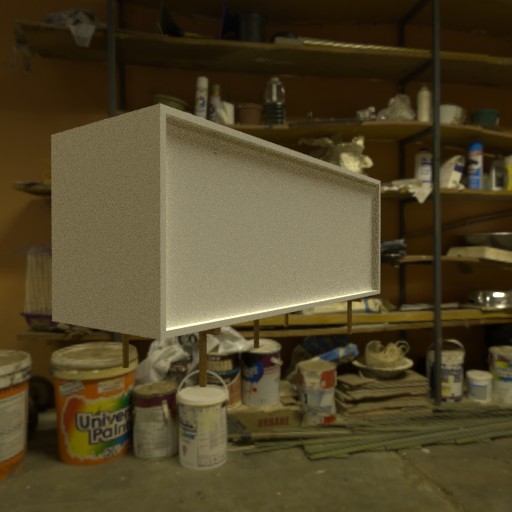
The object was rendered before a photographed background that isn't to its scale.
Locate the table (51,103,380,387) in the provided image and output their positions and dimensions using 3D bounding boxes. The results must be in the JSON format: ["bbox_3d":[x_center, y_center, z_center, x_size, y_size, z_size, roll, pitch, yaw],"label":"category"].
[{"bbox_3d":[0.000,0.000,1.855,0.508,0.769,1.500,0,1,36],"label":"table"}]
